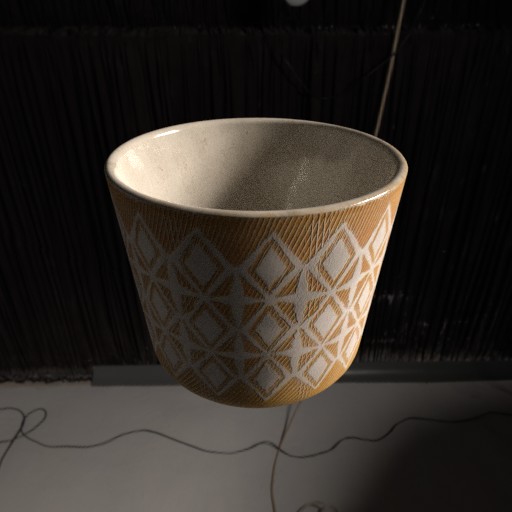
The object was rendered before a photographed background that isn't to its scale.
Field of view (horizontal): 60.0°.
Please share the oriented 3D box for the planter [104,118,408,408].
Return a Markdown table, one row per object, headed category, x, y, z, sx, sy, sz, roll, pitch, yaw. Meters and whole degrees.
| category | x | y | z | sx | sy | sz | roll | pitch | yaw |
| --- | --- | --- | --- | --- | --- | --- | --- | --- | --- |
| planter | 0.000 | 0.000 | 0.219 | 0.126 | 0.104 | 0.126 | 0 | 31 | 0 |
